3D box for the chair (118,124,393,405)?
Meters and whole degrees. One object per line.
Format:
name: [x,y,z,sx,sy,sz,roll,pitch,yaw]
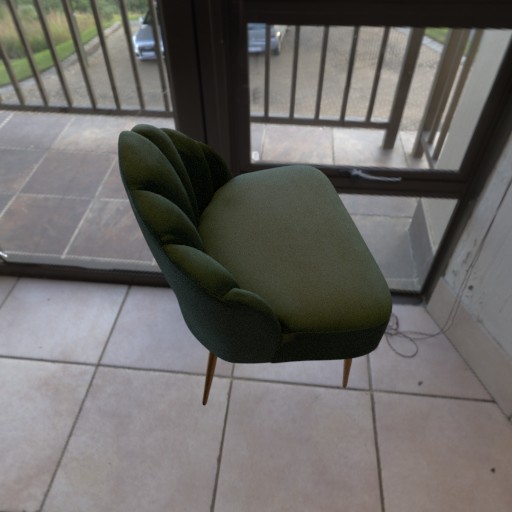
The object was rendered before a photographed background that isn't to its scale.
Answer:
chair: [0.000,0.000,1.261,0.599,0.819,0.657,-9,47,-9]
